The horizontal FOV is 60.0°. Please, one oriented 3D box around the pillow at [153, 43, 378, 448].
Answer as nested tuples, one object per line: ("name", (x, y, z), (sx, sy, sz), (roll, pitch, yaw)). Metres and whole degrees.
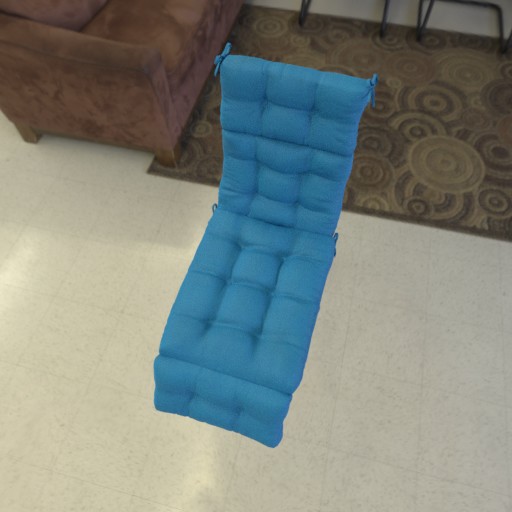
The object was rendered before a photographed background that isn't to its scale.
("pillow", (0.000, 0.000, 1.494), (0.526, 0.863, 1.016), (15, 60, 9))
